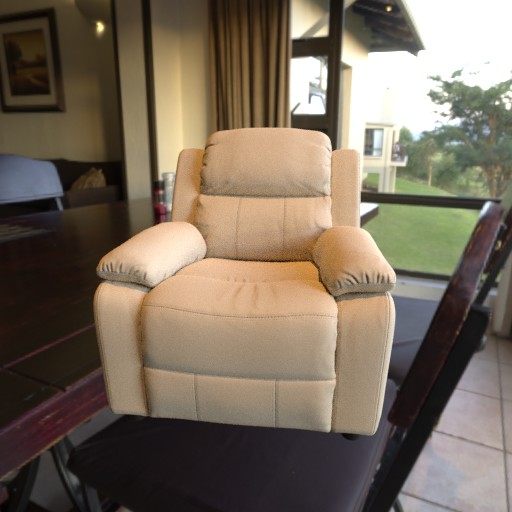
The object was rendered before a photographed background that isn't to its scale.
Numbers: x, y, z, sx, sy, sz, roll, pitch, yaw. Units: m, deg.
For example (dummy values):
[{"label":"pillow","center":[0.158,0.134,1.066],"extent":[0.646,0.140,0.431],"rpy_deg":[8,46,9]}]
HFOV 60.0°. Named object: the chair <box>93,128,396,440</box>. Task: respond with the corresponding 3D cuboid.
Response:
[{"label":"chair","center":[0.000,0.000,1.246],"extent":[0.680,0.702,0.709],"rpy_deg":[2,15,8]}]
